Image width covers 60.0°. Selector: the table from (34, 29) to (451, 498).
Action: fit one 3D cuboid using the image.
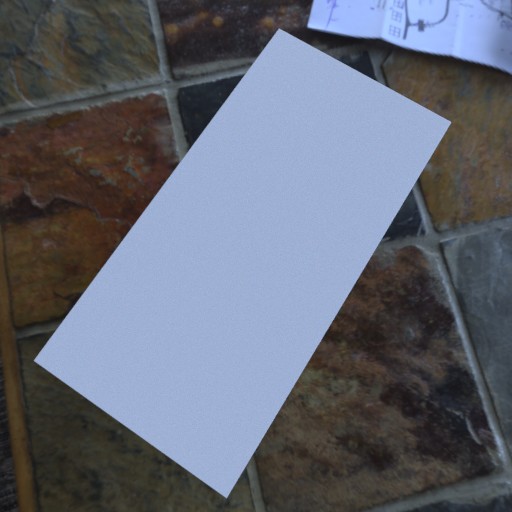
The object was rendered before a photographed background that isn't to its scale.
[{"bbox_3d":[0.000,0.000,1.237,0.500,0.441,1.000,32,79,7],"label":"table"}]
